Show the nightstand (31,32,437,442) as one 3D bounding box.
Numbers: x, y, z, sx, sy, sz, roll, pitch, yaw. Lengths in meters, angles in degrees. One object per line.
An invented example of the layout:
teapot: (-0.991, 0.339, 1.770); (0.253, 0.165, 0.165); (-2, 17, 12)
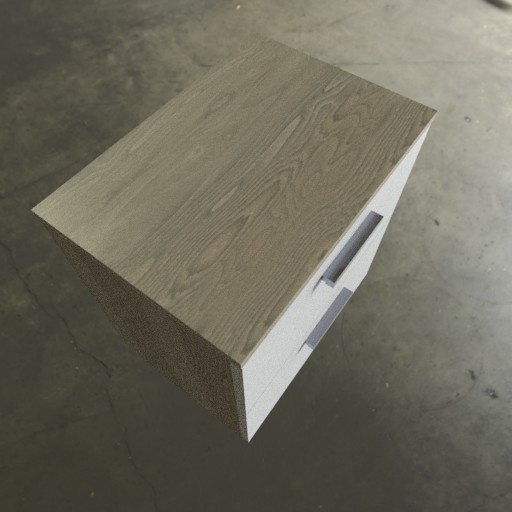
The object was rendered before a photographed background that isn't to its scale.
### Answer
nightstand: (0.000, 0.000, 0.754); (0.325, 0.461, 0.442); (32, 63, 18)
